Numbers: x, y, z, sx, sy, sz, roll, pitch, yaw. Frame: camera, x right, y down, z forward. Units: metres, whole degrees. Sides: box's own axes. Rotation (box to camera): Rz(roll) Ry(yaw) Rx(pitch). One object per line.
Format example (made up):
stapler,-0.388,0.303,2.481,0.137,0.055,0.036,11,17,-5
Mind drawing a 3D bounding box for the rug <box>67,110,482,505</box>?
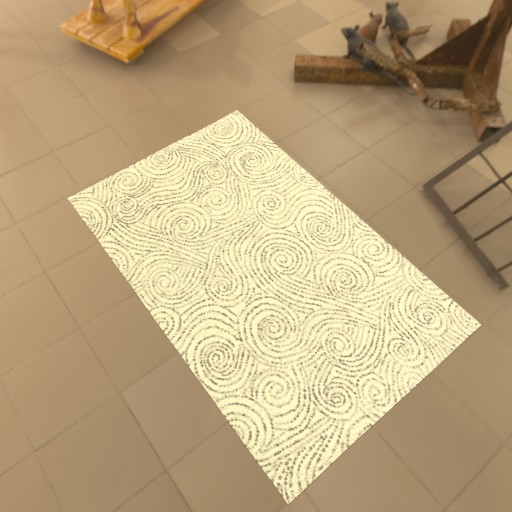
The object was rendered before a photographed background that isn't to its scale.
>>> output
rug,0.000,0.000,2.909,1.524,0.005,2.439,-34,64,-19
